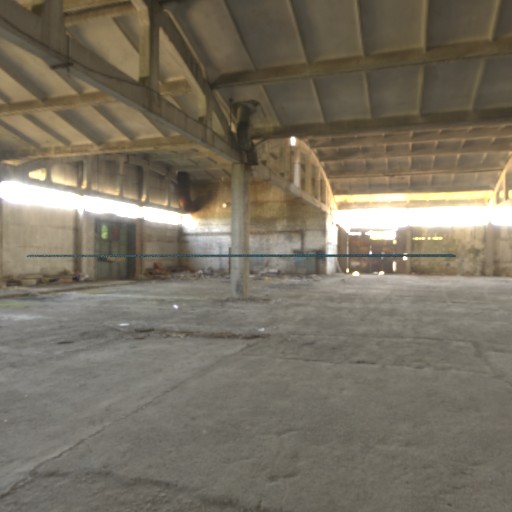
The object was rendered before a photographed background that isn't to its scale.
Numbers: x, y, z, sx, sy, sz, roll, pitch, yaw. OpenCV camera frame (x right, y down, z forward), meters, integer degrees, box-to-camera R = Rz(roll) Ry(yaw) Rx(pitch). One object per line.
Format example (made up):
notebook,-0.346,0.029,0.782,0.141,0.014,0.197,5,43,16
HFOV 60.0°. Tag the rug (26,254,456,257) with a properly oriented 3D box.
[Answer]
rug,0.000,0.000,2.873,2.205,0.012,1.554,0,0,18
